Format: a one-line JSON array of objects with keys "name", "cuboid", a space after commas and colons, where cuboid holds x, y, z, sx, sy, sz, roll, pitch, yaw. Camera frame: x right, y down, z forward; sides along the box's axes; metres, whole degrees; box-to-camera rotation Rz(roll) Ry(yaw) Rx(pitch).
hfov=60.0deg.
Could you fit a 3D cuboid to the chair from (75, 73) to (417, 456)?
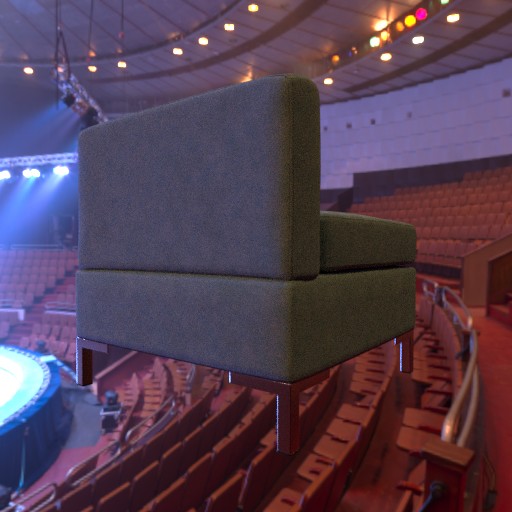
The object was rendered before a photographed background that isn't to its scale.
[{"name": "chair", "cuboid": [0.000, 0.000, 1.197, 0.684, 0.660, 0.685, 1, 1, 37]}]
